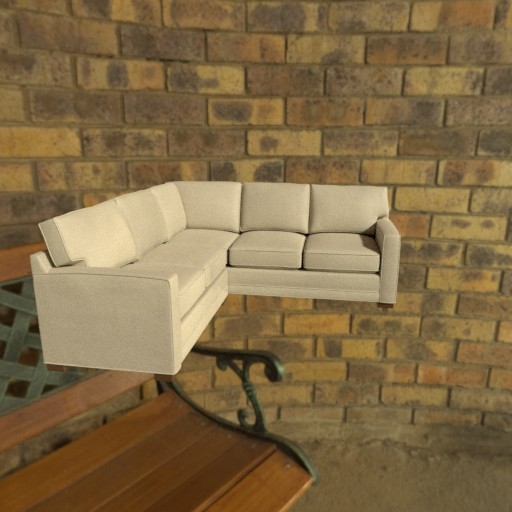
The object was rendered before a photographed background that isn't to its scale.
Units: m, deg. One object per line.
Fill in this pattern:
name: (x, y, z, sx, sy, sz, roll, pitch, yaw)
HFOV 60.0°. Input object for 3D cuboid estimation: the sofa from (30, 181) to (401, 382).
sofa: (0.000, 0.000, 3.361, 2.189, 0.939, 2.182, 2, 15, 9)
